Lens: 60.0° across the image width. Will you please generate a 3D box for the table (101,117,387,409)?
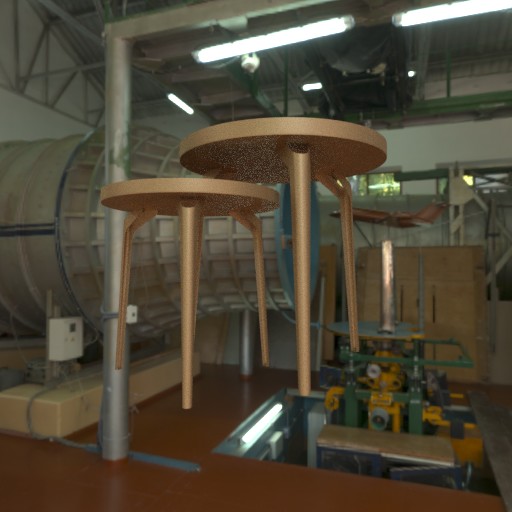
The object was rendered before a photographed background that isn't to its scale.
[{"bbox_3d":[0.000,0.000,1.111,0.751,0.555,0.532,1,-2,-36],"label":"table"}]
